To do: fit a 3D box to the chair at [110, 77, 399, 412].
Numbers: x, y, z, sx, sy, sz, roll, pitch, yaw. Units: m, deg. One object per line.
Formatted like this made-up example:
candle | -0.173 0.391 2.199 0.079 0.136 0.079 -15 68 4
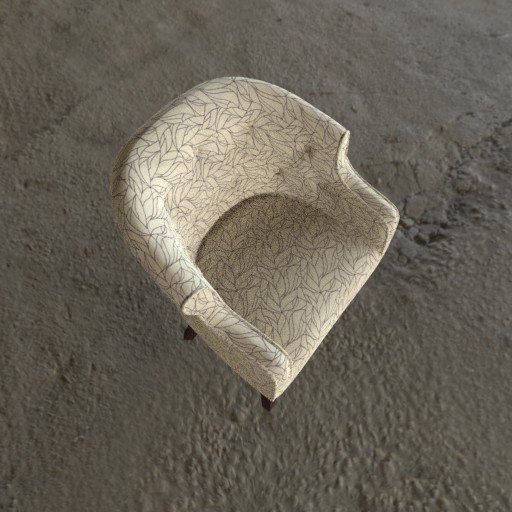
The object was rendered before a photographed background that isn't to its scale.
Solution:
chair | 0.000 0.000 1.355 0.613 0.858 0.686 33 64 19
